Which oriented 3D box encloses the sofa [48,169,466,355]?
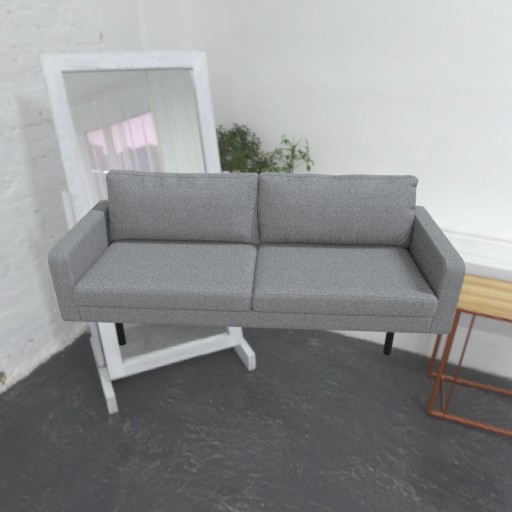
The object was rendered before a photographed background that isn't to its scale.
[{"bbox_3d":[0.000,0.000,2.734,2.200,0.880,0.880,1,28,3],"label":"sofa"}]
